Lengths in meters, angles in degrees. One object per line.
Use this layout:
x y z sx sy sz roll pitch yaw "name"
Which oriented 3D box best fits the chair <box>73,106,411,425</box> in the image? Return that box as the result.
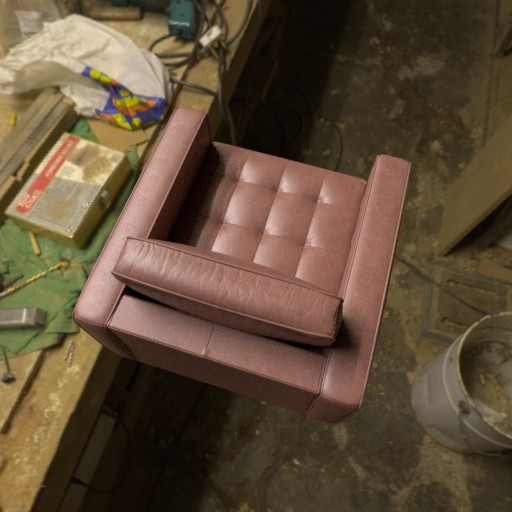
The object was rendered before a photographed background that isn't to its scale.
0.000 0.000 1.595 0.920 0.770 0.900 16 65 8 "chair"
